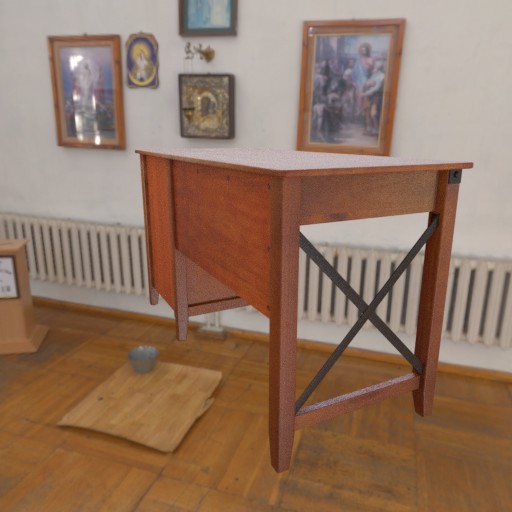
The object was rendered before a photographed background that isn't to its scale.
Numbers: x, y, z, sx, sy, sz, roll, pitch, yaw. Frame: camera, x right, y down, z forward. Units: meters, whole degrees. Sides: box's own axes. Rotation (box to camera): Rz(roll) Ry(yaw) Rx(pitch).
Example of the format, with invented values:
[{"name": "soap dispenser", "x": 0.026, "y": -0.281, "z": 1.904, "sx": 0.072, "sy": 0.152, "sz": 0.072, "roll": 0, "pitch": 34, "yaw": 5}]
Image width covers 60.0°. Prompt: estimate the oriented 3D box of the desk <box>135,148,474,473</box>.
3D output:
[{"name": "desk", "x": 0.000, "y": 0.000, "z": 1.684, "sx": 0.574, "sy": 0.756, "sz": 1.353, "roll": -8, "pitch": 17, "yaw": -26}]
